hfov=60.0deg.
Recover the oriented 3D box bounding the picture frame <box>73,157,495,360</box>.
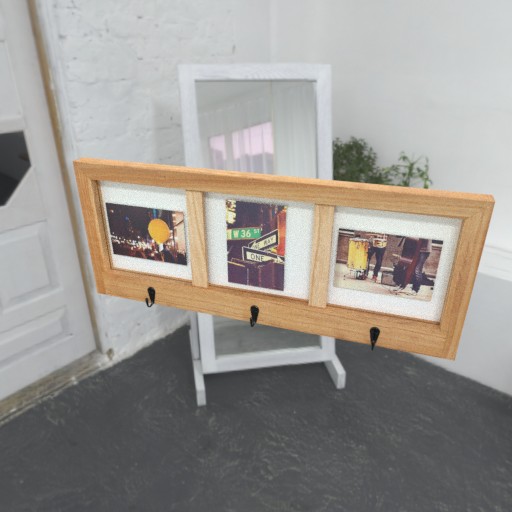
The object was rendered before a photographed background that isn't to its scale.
[{"bbox_3d":[0.000,0.000,0.647,0.582,0.234,0.045,8,28,16],"label":"picture frame"}]
